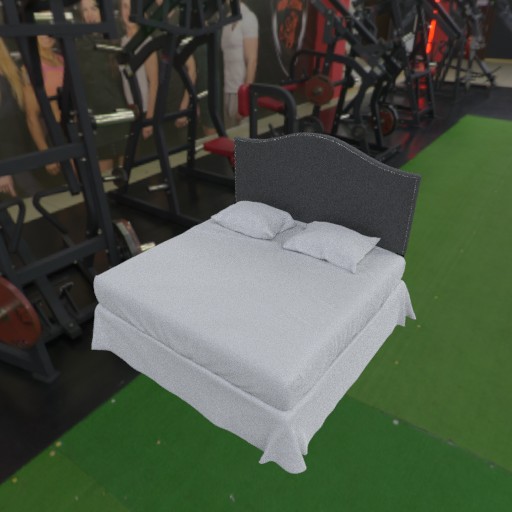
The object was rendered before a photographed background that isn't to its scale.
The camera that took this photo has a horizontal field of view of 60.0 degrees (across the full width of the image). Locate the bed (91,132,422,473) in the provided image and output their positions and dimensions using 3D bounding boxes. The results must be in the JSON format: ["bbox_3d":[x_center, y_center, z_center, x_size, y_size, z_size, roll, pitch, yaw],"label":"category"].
[{"bbox_3d":[0.000,0.000,3.789,2.314,1.651,2.219,21,36,31],"label":"bed"}]
